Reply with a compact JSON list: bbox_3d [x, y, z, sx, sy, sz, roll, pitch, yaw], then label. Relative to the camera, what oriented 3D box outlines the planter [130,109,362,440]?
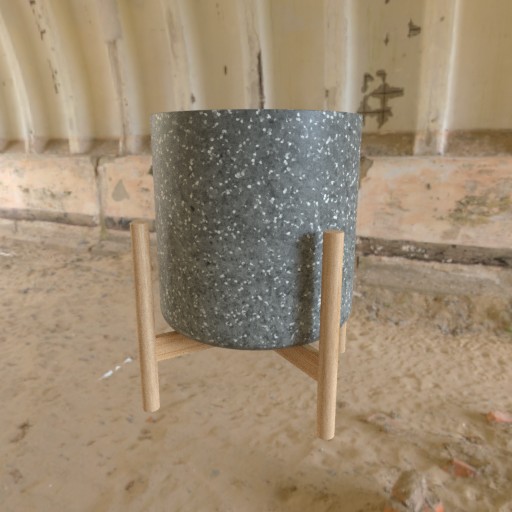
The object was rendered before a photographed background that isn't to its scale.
[{"bbox_3d":[0.000,0.000,0.699,0.360,0.419,0.360,-2,14,-8],"label":"planter"}]
